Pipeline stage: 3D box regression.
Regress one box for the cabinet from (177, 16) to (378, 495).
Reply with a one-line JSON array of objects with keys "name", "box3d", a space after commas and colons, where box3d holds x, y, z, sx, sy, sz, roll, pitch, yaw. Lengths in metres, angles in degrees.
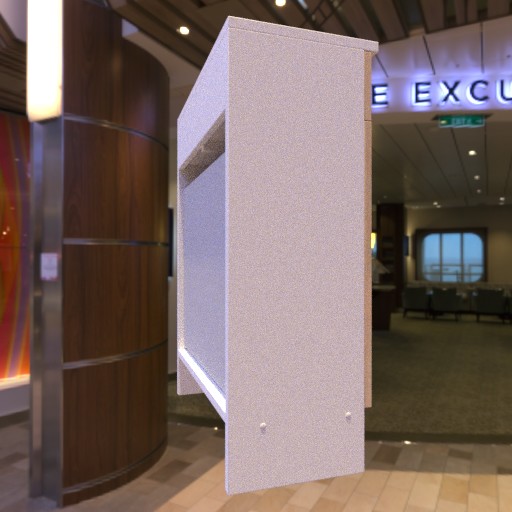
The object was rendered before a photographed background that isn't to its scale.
[{"name": "cabinet", "box3d": [0.000, 0.000, 1.082, 0.296, 0.815, 0.600, 0, 0, -18]}]
